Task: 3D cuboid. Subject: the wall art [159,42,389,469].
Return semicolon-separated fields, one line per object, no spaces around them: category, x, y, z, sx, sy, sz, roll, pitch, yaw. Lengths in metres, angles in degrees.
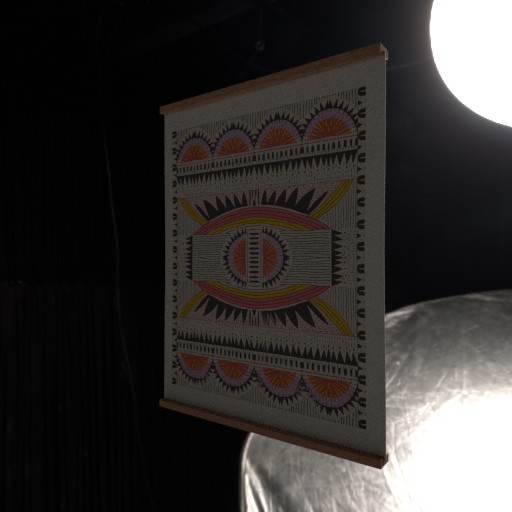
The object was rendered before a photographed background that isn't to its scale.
wall art;0.000;0.000;0.676;0.403;0.527;0.028;0;0;36
